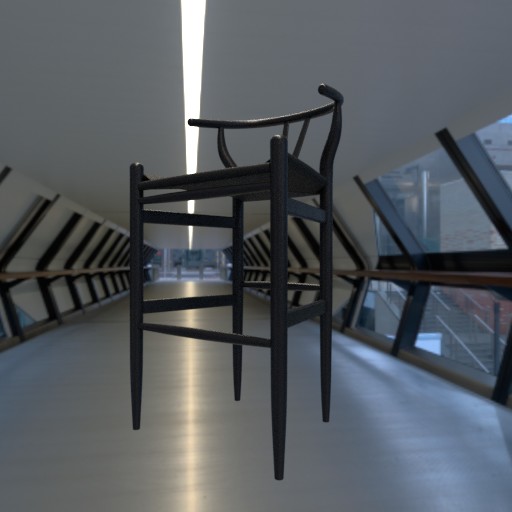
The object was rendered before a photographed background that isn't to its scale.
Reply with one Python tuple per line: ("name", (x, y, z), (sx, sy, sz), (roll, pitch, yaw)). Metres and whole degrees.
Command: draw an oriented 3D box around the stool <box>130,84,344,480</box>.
("stool", (0.000, 0.000, 1.438), (0.569, 1.072, 0.579), (0, 0, 36))
